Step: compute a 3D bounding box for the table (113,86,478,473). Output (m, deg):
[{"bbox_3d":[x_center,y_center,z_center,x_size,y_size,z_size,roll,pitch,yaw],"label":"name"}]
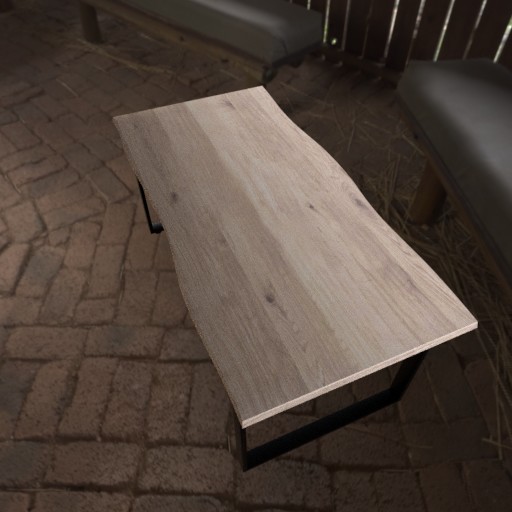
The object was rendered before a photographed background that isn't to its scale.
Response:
[{"bbox_3d":[0.000,0.000,2.213,0.900,0.780,1.800,-18,50,-15],"label":"table"}]
